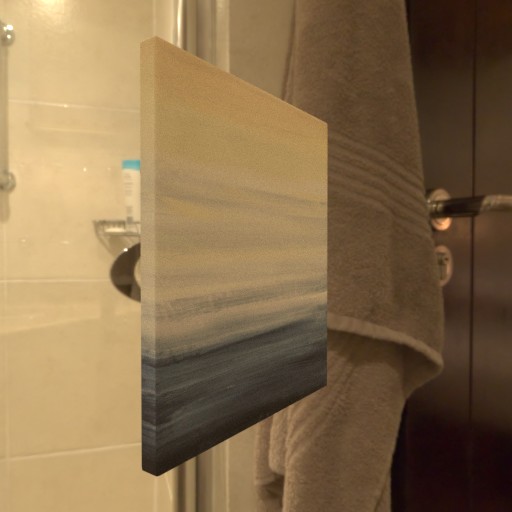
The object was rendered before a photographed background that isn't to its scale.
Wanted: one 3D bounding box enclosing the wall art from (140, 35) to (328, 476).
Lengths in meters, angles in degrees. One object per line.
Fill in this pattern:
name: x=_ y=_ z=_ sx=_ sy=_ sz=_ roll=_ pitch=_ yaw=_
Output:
wall art: x=0.000 y=0.000 z=0.966 sx=0.041 sy=0.710 sz=0.608 roll=1 pitch=1 yaw=36
